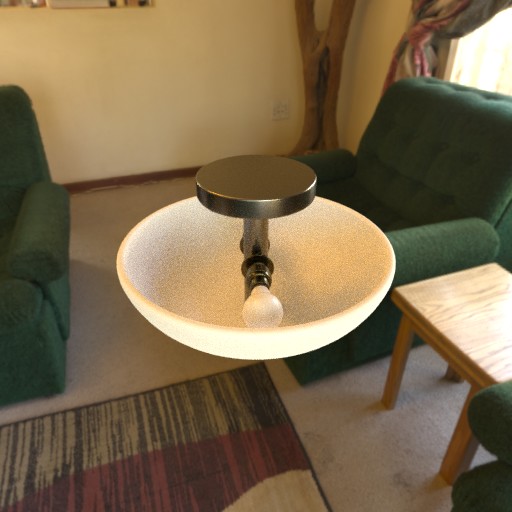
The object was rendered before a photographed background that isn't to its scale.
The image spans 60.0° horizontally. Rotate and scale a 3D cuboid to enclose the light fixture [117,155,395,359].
[{"bbox_3d":[0.000,0.000,0.551,0.330,0.214,0.330,0,32,0],"label":"light fixture"}]
